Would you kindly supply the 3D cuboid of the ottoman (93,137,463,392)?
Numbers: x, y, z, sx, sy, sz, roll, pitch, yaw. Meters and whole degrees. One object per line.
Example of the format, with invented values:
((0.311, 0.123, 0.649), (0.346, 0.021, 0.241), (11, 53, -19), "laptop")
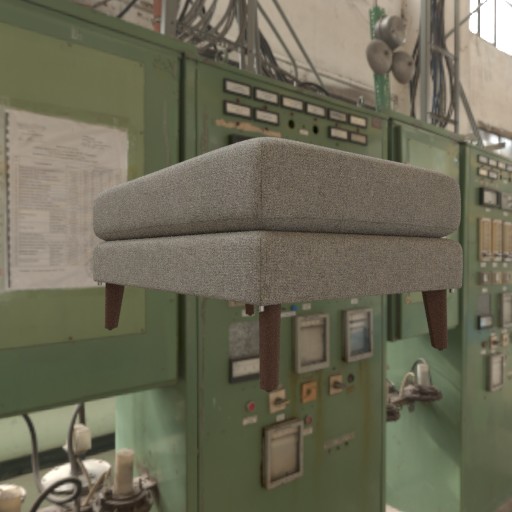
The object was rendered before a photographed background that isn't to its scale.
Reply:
((0.000, 0.000, 1.173), (0.611, 0.441, 0.821), (0, 0, -37), "ottoman")
